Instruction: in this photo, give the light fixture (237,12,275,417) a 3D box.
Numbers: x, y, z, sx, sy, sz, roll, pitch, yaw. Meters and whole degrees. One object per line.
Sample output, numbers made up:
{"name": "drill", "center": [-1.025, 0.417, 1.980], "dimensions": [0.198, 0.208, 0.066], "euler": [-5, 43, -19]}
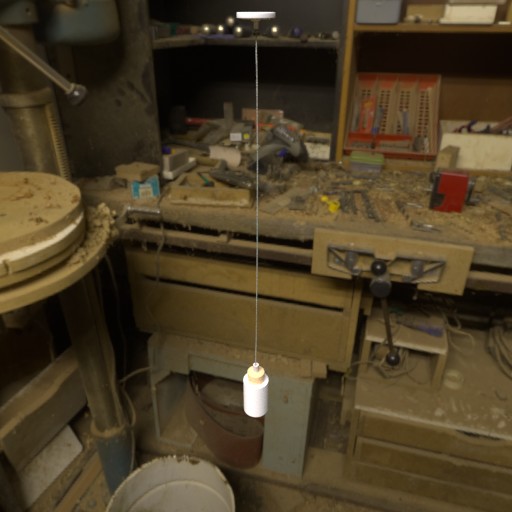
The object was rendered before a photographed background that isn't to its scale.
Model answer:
{"name": "light fixture", "center": [0.000, 0.000, 1.866], "dimensions": [0.125, 1.798, 0.125], "euler": [8, 30, 15]}
